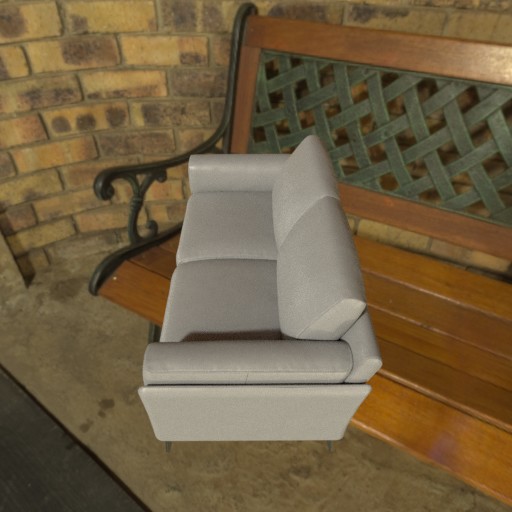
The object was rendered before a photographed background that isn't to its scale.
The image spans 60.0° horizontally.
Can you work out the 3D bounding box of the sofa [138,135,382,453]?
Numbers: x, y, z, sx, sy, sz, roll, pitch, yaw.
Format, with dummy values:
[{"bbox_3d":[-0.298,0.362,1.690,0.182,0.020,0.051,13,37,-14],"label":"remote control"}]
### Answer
[{"bbox_3d":[0.000,0.000,2.764,1.049,0.930,2.101,0,40,0],"label":"sofa"}]
